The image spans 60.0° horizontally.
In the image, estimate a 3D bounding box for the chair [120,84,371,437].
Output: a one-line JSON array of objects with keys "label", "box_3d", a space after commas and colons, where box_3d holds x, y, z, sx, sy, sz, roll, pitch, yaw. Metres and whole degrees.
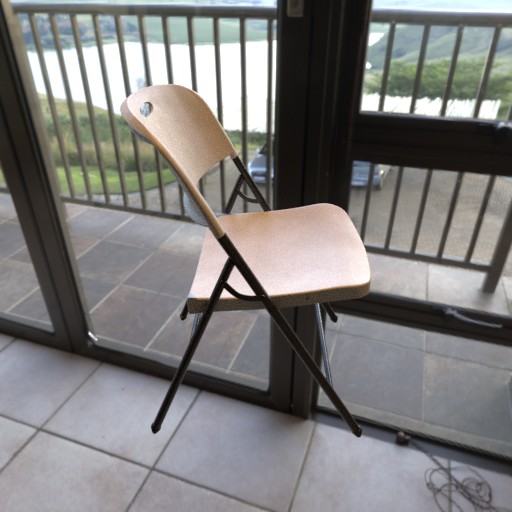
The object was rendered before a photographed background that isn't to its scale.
[{"label": "chair", "box_3d": [0.000, 0.000, 1.162, 0.566, 0.810, 0.494, 1, 32, 1]}]
